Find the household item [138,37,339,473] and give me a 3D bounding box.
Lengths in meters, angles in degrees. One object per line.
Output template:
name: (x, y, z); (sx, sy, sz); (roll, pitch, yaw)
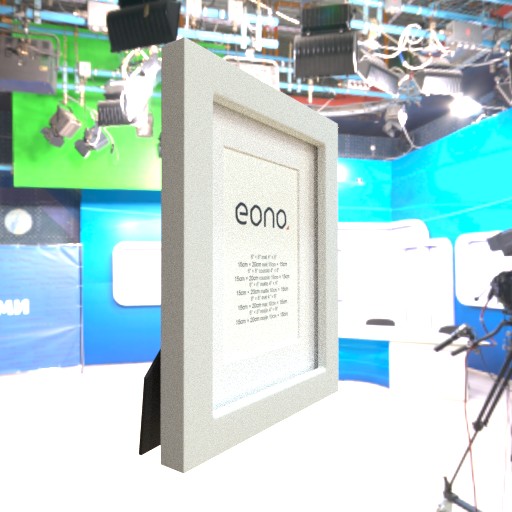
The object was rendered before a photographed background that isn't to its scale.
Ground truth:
household item: (0.000, 0.000, 0.347); (0.045, 0.250, 0.200); (-1, -1, 36)
